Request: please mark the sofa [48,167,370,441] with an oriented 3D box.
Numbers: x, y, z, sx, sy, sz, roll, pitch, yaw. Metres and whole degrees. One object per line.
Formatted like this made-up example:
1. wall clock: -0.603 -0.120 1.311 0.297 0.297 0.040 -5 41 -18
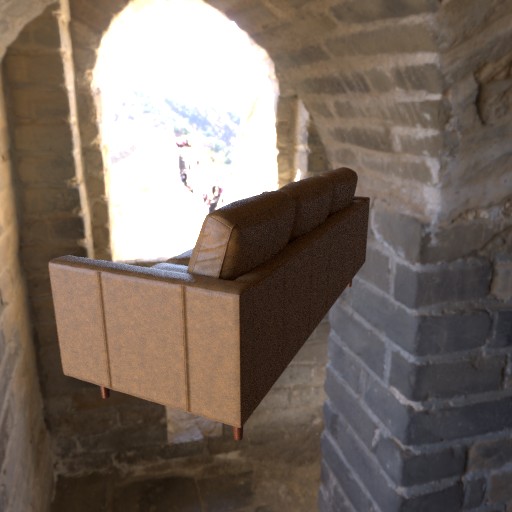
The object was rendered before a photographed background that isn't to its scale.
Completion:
1. sofa: 0.000 0.000 2.653 0.903 0.930 2.231 7 18 23
